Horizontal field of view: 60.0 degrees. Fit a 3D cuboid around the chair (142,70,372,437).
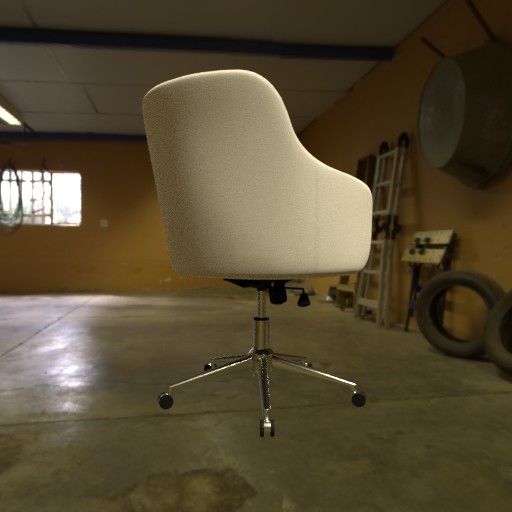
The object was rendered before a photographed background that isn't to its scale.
[{"bbox_3d":[0.000,0.000,1.267,0.602,0.819,0.647,1,1,35],"label":"chair"}]
